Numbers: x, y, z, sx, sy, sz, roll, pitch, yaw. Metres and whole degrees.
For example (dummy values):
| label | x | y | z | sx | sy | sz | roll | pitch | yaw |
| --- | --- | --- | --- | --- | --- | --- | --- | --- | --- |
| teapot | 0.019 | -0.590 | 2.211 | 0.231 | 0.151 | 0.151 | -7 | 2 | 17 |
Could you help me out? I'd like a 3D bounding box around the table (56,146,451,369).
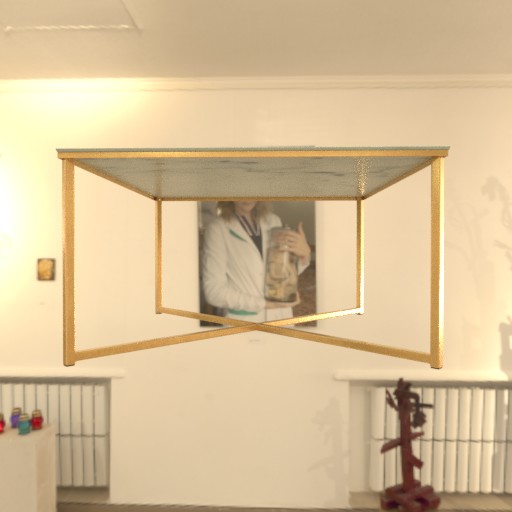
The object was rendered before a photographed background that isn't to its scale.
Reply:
| label | x | y | z | sx | sy | sz | roll | pitch | yaw |
| --- | --- | --- | --- | --- | --- | --- | --- | --- | --- |
| table | 0.000 | 0.000 | 1.298 | 0.800 | 0.450 | 0.800 | 0 | 1 | 2 |
